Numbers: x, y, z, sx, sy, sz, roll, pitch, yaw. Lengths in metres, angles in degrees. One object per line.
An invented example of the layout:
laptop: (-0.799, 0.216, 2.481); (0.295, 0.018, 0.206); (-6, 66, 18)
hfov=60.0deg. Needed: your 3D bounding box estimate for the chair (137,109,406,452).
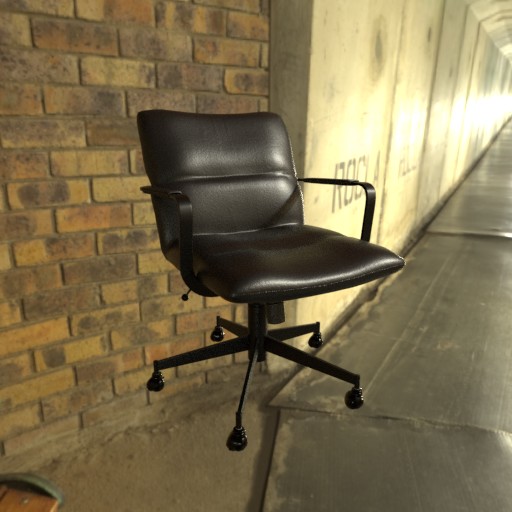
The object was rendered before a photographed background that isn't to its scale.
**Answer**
chair: (0.000, 0.000, 1.438); (0.719, 0.922, 0.748); (-8, 18, -27)
